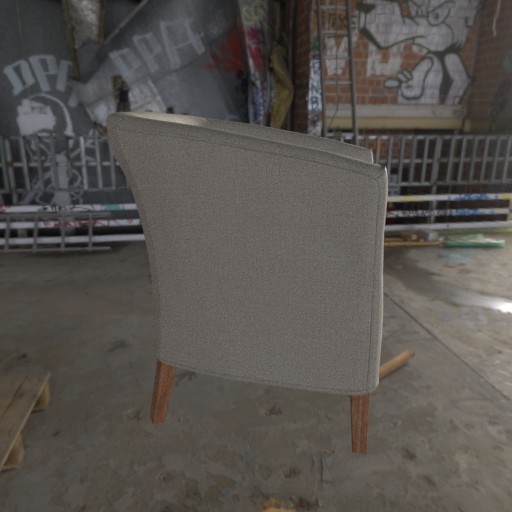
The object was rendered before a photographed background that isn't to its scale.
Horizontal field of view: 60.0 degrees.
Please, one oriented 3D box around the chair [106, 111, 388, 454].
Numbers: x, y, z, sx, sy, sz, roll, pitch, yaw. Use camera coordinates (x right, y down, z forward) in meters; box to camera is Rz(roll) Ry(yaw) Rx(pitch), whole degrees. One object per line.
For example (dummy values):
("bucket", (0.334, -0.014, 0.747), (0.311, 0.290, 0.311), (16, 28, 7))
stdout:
("chair", (0.000, 0.000, 1.241), (0.668, 0.771, 0.600), (3, 17, 11))
